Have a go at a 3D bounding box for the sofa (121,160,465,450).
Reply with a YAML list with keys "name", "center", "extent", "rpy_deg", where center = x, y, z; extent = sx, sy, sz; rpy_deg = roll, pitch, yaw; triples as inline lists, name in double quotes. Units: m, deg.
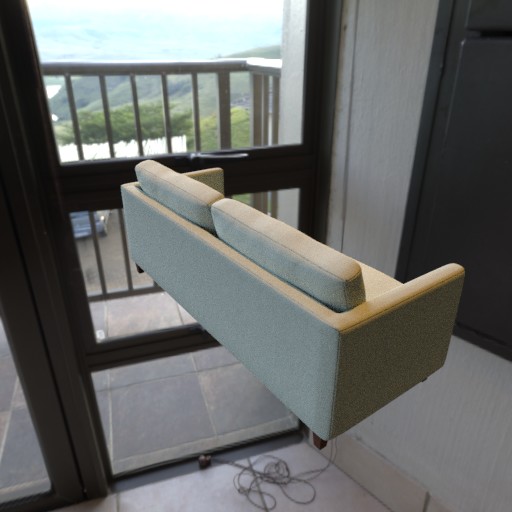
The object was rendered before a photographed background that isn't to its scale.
- name: "sofa"
  center: [0.000, 0.000, 2.993]
  extent: [0.948, 0.965, 2.434]
  rpy_deg: [-18, 31, -32]
